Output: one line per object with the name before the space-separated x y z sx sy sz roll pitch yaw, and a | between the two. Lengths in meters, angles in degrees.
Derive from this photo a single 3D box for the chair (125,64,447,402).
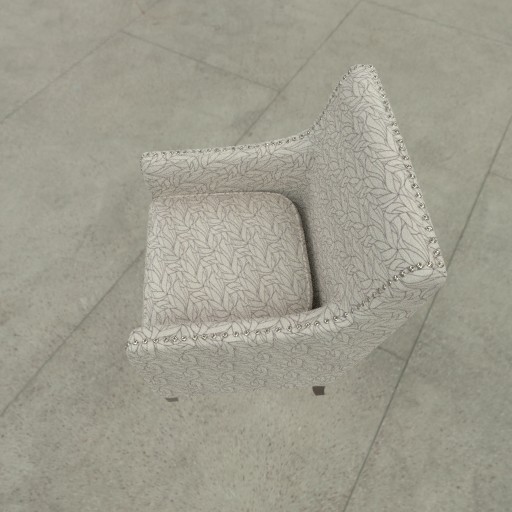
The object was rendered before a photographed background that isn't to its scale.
chair | 0.000 0.000 1.261 0.651 0.816 0.623 -4 58 -2
